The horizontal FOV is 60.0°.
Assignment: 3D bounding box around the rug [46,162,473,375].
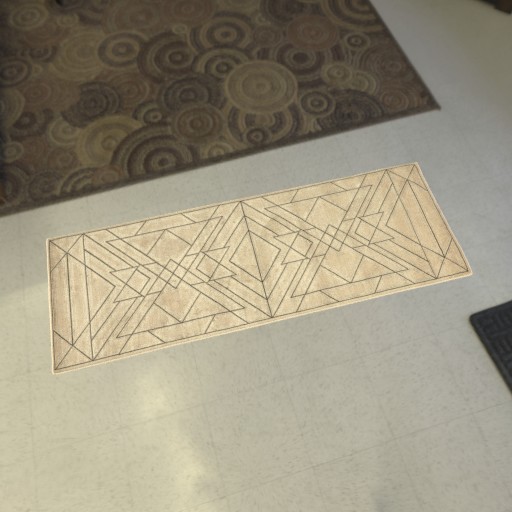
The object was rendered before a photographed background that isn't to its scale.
[{"bbox_3d":[0.000,0.000,2.598,2.381,0.036,0.831,-13,64,-6],"label":"rug"}]
